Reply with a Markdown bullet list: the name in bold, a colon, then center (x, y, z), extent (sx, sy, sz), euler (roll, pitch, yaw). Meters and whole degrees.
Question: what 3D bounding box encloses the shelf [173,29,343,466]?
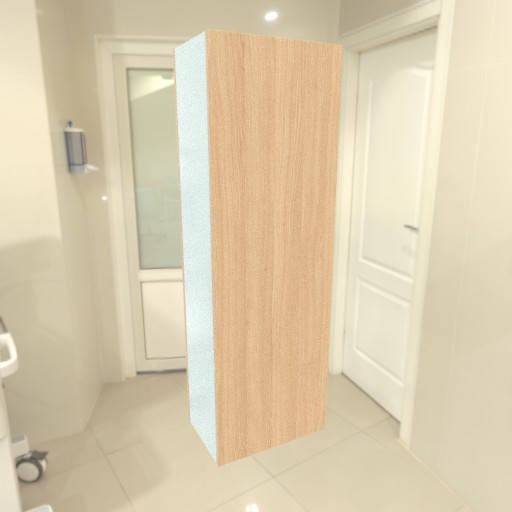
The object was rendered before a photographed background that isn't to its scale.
- **shelf**: center (0.000, 0.000, 1.017), extent (0.290, 0.882, 0.197), euler (-8, 16, -27)
